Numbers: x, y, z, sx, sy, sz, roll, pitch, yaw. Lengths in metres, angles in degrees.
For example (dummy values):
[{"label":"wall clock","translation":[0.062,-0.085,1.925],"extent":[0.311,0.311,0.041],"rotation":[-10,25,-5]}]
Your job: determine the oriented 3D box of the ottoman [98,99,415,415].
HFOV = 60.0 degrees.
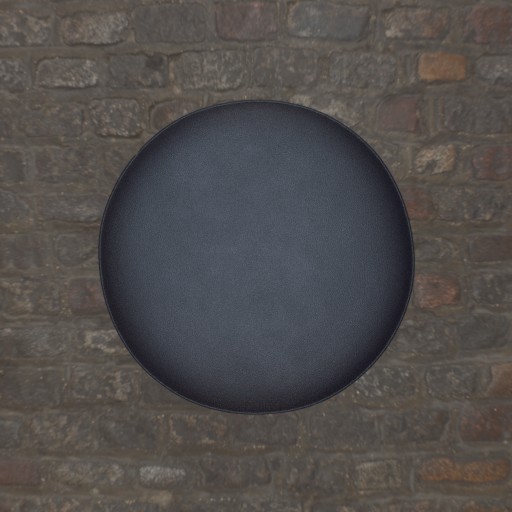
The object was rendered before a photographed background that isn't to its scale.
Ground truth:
[{"label":"ottoman","translation":[0.000,0.000,0.860],"extent":[0.501,0.409,0.501],"rotation":[0,91,0]}]
